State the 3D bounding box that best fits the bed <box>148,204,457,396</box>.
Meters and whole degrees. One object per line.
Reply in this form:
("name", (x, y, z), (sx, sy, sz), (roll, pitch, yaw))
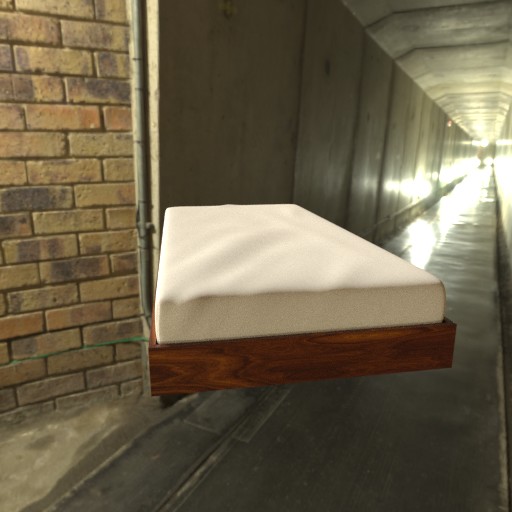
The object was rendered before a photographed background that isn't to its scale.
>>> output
("bed", (0.000, 0.000, 2.188), (0.940, 0.312, 1.860), (-3, 15, -10))
